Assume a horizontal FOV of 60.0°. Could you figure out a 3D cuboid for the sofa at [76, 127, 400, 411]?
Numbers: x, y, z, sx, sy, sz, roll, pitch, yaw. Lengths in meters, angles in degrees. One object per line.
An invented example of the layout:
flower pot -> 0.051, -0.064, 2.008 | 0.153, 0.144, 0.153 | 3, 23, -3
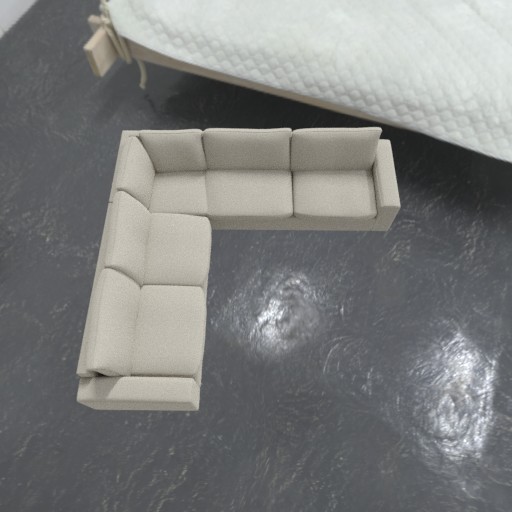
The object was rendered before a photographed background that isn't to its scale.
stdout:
sofa -> 0.000, 0.000, 4.754 | 3.206, 0.918, 3.066 | 1, 63, 0
